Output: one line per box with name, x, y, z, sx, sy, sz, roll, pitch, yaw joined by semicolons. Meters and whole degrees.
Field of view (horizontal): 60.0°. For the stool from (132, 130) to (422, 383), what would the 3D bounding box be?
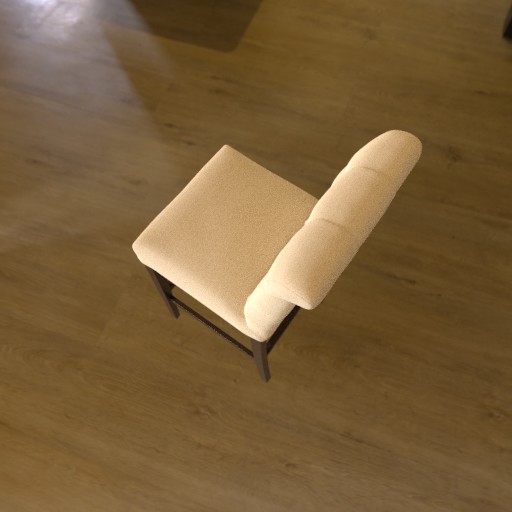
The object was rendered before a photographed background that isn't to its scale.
stool;0.000;0.000;1.451;0.610;1.118;0.482;33;68;15
